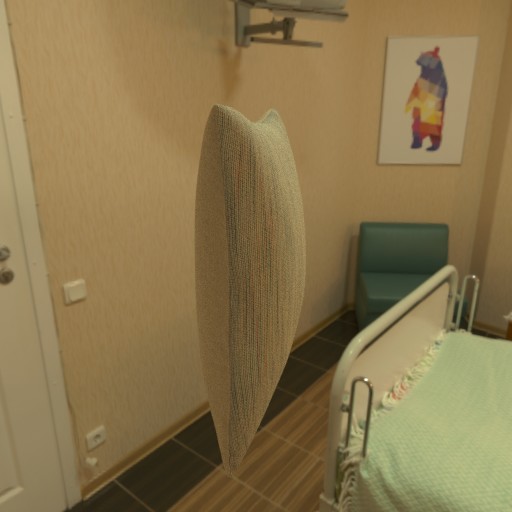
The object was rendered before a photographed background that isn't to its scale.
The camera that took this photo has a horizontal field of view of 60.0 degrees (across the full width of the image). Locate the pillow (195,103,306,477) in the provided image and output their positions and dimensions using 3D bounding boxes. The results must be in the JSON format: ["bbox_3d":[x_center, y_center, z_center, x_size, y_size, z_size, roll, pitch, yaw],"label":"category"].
[{"bbox_3d":[0.000,0.000,0.793,0.178,0.506,0.512,3,18,9],"label":"pillow"}]
